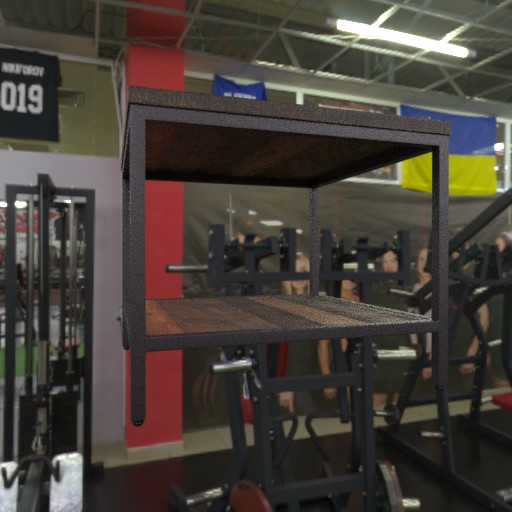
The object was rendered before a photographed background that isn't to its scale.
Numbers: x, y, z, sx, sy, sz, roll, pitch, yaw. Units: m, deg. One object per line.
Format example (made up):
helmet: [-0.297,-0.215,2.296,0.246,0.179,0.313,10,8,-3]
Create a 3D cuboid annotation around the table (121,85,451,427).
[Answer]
table: [0.000,0.000,0.964,0.553,0.482,0.548,0,0,-18]
